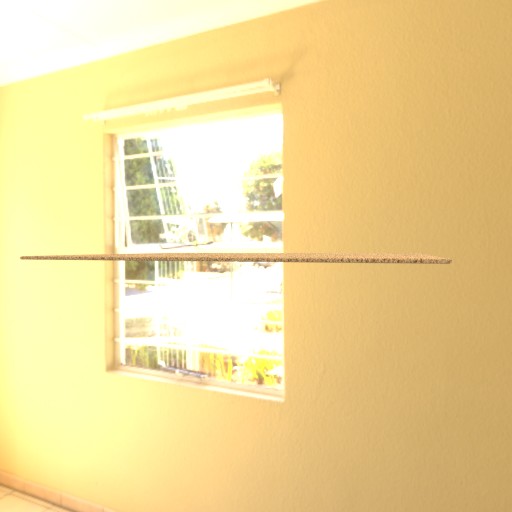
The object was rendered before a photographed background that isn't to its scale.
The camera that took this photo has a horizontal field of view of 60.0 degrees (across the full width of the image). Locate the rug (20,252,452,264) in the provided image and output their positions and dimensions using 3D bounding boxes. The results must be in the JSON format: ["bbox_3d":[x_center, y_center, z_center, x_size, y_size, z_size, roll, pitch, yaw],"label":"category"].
[{"bbox_3d":[0.000,0.000,4.090,3.047,0.029,2.438,0,1,17],"label":"rug"}]
